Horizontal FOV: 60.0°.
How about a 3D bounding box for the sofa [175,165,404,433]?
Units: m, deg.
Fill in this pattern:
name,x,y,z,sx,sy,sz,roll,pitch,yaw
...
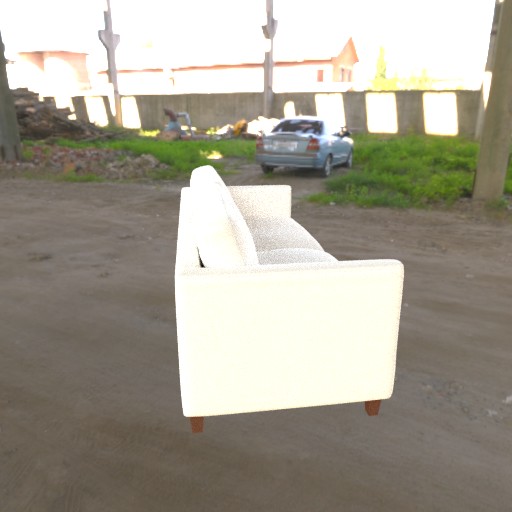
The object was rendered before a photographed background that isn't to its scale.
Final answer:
name,x,y,z,sx,sy,sz,roll,pitch,yaw
sofa,0.000,0.000,2.734,0.924,0.933,2.139,-3,18,-8
